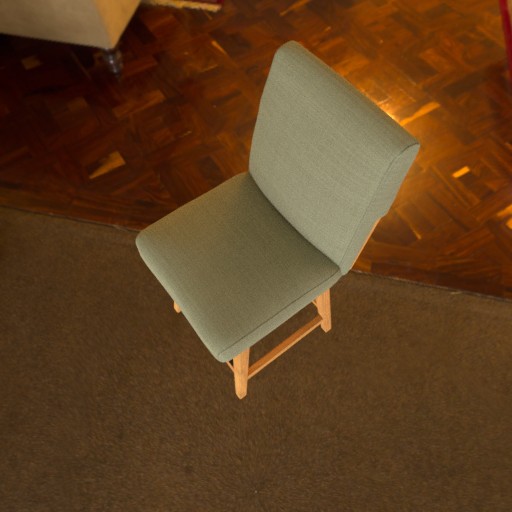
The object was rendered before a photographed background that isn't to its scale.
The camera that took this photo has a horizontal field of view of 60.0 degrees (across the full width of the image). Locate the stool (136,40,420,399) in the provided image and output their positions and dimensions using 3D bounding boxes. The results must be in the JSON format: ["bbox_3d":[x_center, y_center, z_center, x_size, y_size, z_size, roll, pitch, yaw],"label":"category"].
[{"bbox_3d":[0.000,0.000,1.350,0.570,1.019,0.459,-34,67,-17],"label":"stool"}]
